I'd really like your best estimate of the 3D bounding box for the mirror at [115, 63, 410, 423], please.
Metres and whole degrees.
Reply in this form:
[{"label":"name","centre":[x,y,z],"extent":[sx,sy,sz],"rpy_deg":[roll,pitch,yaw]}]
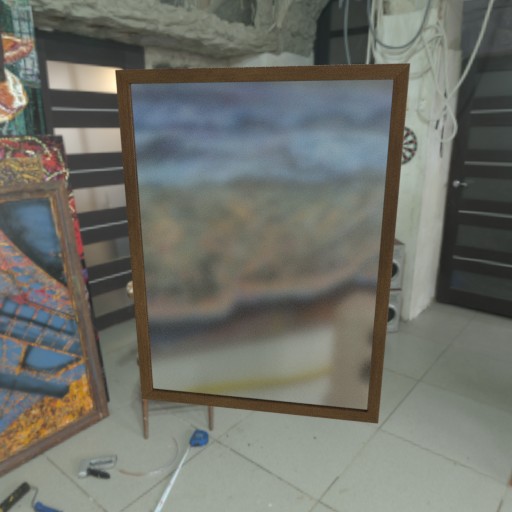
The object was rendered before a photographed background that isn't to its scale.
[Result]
[{"label":"mirror","centre":[0.000,0.000,1.290],"extent":[0.762,1.016,0.040],"rpy_deg":[3,16,9]}]
